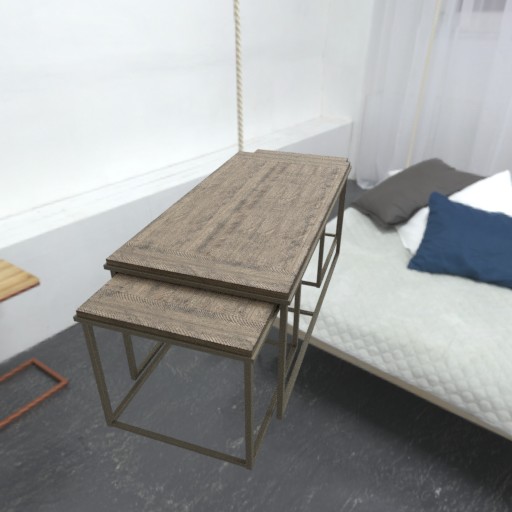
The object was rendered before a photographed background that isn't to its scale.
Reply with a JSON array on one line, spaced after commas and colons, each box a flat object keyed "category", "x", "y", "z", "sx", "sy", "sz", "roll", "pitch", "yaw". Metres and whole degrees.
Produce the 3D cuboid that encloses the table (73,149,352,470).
[{"category": "table", "x": 0.000, "y": 0.000, "z": 1.559, "sx": 0.489, "sy": 0.427, "sz": 1.312, "roll": 10, "pitch": 31, "yaw": 16}]
